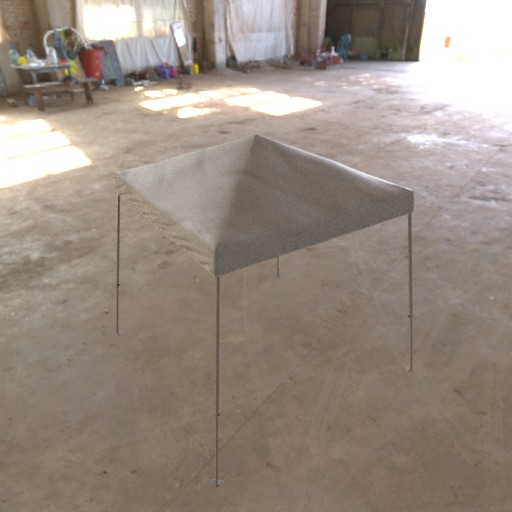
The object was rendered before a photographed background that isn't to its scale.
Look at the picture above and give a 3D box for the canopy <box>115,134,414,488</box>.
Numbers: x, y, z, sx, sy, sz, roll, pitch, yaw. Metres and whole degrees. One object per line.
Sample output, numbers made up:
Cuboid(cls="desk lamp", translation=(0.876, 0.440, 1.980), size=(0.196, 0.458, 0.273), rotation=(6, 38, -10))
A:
Cuboid(cls="canopy", translation=(0.000, 0.000, 5.249), size=(2.848, 2.849, 2.849), rotation=(-18, 33, -30))
